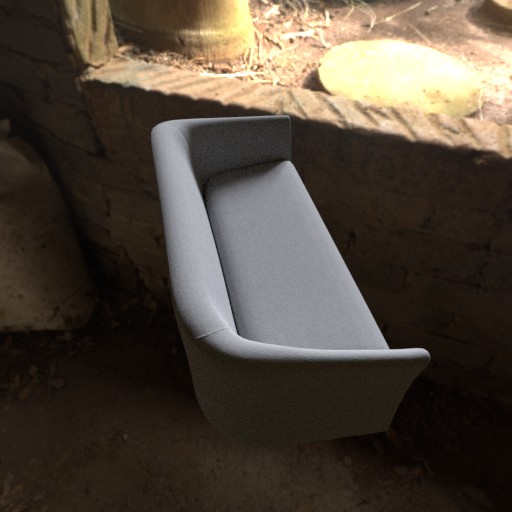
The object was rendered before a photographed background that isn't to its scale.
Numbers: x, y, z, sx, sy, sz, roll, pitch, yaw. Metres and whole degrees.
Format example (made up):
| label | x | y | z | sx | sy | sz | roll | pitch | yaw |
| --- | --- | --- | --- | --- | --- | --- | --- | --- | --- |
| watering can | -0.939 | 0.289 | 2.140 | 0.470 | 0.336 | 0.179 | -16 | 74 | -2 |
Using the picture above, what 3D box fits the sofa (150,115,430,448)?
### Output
| label | x | y | z | sx | sy | sz | roll | pitch | yaw |
| --- | --- | --- | --- | --- | --- | --- | --- | --- | --- |
| sofa | 0.000 | 0.000 | 1.855 | 0.705 | 0.721 | 1.452 | -10 | 47 | -9 |
